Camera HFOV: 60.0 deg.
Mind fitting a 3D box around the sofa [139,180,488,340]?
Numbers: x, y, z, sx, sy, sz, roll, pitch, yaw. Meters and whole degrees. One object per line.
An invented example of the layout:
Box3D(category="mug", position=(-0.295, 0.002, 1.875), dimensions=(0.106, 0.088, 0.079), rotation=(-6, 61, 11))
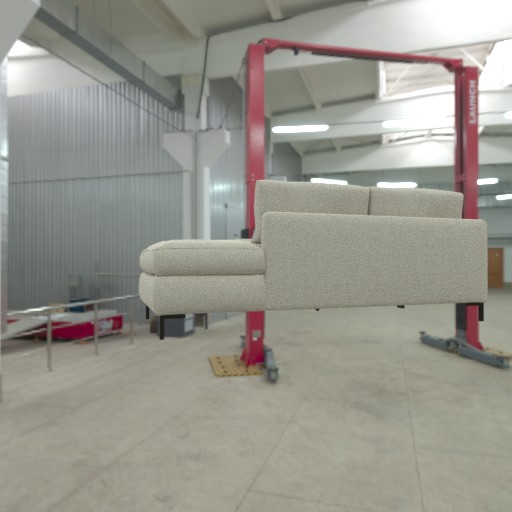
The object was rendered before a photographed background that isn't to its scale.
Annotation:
Box3D(category="sofa", position=(0.000, 0.000, 3.733), dimensions=(2.007, 0.815, 2.949), rotation=(0, -1, -19))
